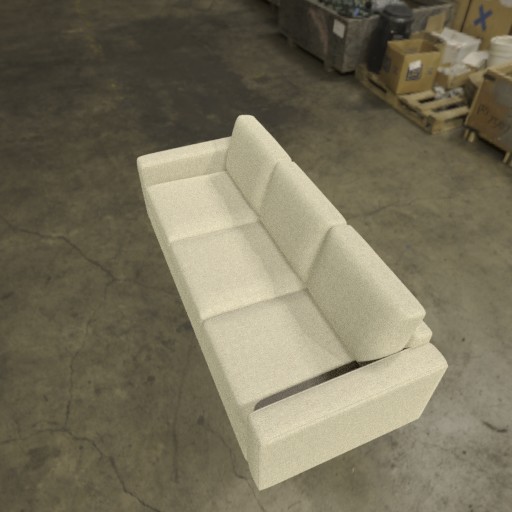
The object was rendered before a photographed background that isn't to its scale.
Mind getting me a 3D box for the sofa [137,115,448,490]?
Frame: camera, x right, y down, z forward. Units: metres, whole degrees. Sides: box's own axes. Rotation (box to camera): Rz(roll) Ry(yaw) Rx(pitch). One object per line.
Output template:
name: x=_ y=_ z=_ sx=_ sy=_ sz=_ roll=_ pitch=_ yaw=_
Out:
sofa: x=0.000 y=0.000 z=2.569 sx=0.900 sy=0.800 sz=2.160 roll=-17 pitch=47 yaw=-16
